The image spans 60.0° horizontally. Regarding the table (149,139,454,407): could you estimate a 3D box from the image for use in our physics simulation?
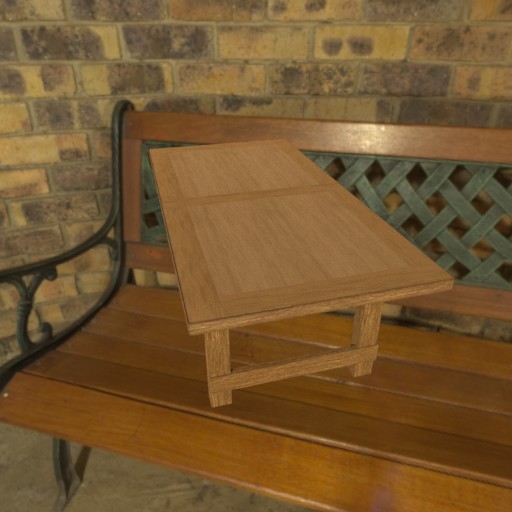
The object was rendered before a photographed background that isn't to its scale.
[{"bbox_3d":[0.000,0.000,2.558,1.000,0.762,1.982,-8,31,-13],"label":"table"}]
